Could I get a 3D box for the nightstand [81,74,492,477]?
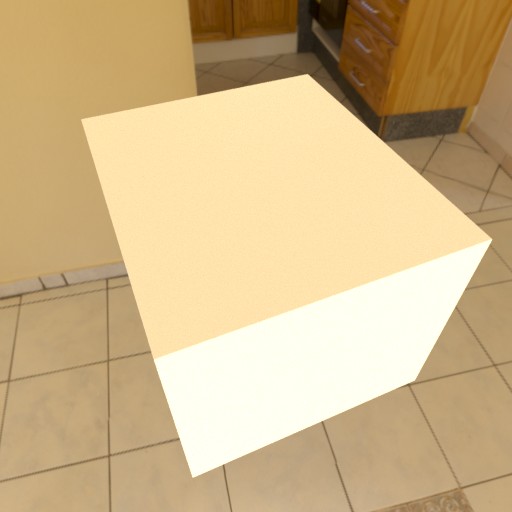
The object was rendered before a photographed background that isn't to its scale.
[{"bbox_3d":[0.000,0.000,0.745,0.408,0.351,0.470,-17,49,-16],"label":"nightstand"}]
